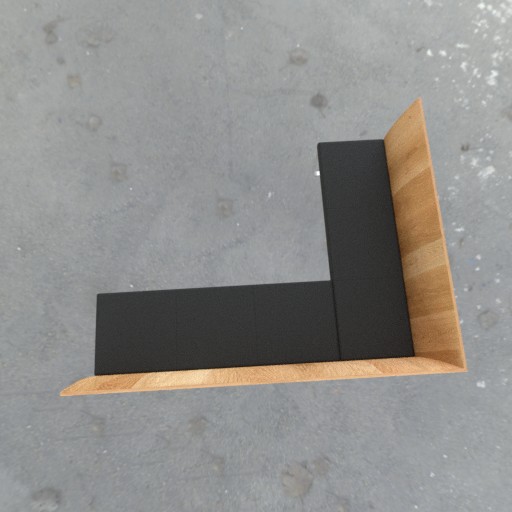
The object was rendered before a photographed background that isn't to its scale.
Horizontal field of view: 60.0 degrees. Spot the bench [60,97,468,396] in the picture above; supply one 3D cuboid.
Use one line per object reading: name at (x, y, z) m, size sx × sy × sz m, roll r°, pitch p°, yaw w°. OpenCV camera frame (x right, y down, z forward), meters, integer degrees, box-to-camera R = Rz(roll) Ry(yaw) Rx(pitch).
bench at (0.000, 0.000, 2.743) m, size 1.945 × 0.930 × 1.495 m, roll -3°, pitch 76°, yaw -1°
